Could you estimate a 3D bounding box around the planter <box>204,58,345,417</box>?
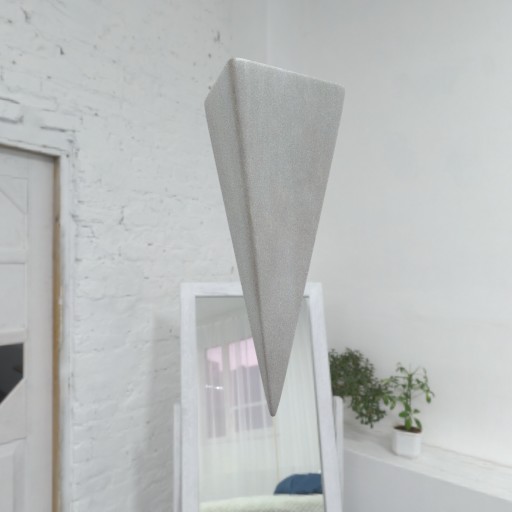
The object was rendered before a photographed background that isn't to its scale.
[{"bbox_3d":[0.000,0.000,0.158,0.058,0.130,0.047,0,0,17],"label":"planter"}]
